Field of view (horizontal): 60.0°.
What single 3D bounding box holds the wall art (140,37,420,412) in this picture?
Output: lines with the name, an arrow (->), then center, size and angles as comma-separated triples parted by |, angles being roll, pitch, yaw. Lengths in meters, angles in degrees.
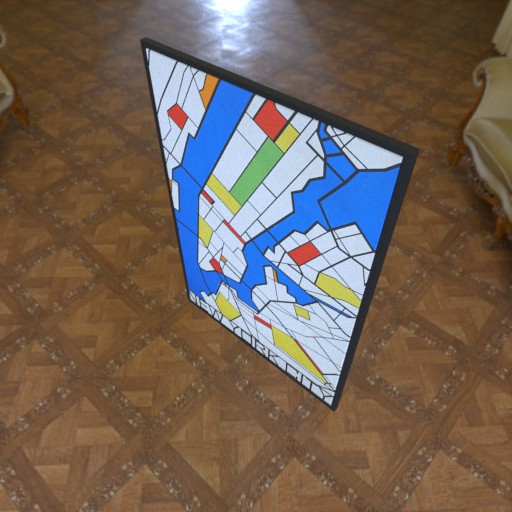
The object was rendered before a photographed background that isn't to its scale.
wall art -> 0.000, 0.000, 0.822 | 0.460, 0.660, 0.013 | 33, 55, 26
